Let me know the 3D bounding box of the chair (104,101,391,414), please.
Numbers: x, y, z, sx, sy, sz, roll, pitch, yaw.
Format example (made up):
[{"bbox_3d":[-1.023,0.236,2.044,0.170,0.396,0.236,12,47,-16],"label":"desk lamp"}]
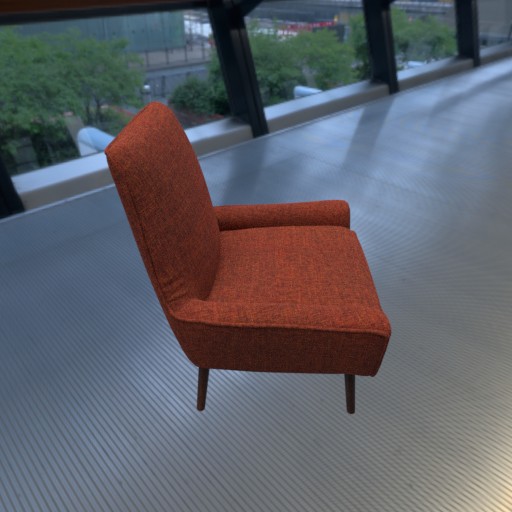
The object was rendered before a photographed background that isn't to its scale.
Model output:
[{"bbox_3d":[0.000,0.000,1.505,0.784,0.911,0.803,1,33,1],"label":"chair"}]
